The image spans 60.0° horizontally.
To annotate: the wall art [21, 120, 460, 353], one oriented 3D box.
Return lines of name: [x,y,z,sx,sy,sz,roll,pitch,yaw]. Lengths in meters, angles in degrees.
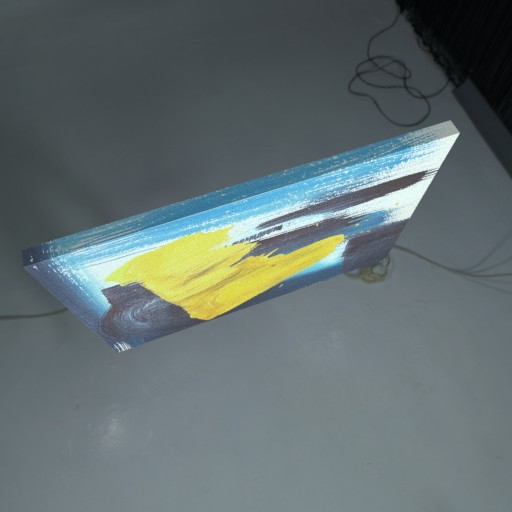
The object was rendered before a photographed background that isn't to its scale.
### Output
wall art: [0.000,0.000,1.154,0.914,0.610,0.039,-18,65,-9]
